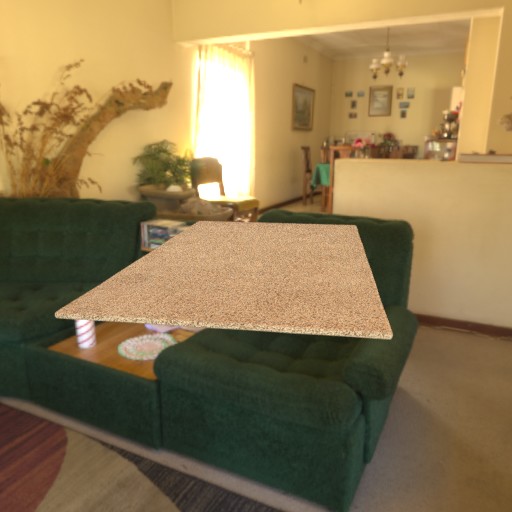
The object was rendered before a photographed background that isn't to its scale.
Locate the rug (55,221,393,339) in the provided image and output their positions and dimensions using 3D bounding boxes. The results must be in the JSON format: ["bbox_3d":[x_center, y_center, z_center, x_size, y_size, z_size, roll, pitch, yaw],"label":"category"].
[{"bbox_3d":[0.000,0.000,3.104,1.524,0.030,2.438,2,15,9],"label":"rug"}]
